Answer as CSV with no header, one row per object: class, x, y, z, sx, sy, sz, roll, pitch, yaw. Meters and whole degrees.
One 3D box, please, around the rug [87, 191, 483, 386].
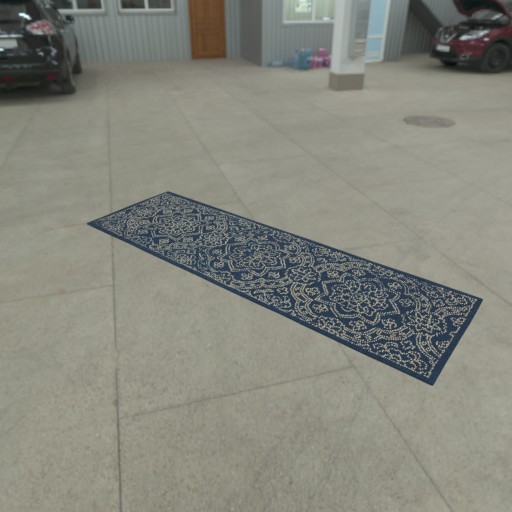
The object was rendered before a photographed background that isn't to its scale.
rug,0.000,0.000,2.725,2.448,0.012,0.769,22,37,32
